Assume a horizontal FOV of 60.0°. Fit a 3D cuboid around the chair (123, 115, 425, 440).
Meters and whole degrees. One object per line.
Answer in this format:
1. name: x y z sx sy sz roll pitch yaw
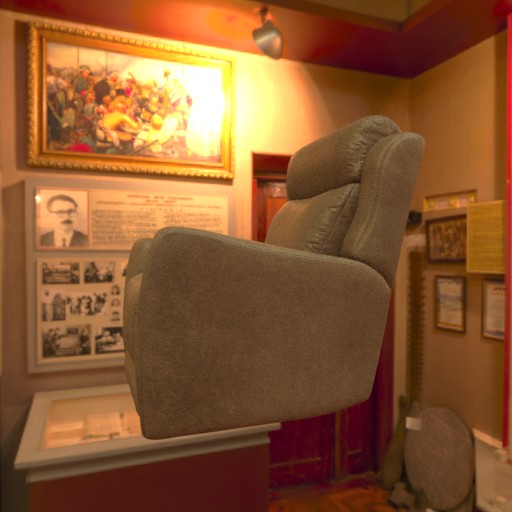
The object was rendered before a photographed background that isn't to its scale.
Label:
1. chair: 0.000 0.000 1.887 1.068 1.116 0.965 0 1 -19
